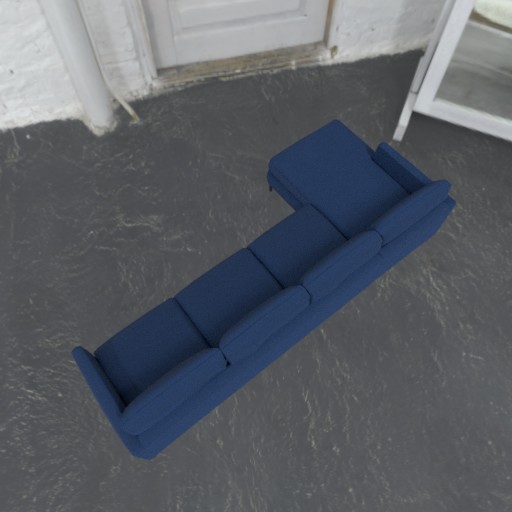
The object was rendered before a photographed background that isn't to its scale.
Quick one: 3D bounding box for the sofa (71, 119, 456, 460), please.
[{"bbox_3d":[0.000,0.000,2.836,2.450,0.679,1.128,-35,68,-17],"label":"sofa"}]
